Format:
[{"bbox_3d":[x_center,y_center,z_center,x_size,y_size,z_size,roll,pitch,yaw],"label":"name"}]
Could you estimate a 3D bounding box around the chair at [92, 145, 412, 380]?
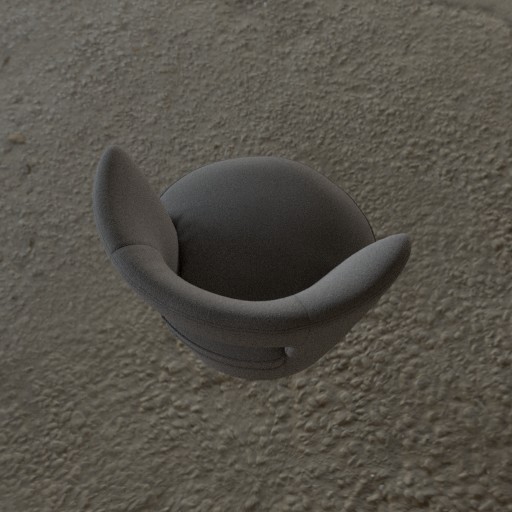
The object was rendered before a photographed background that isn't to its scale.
[{"bbox_3d":[0.000,0.000,1.248,0.689,0.719,0.660,18,65,9],"label":"chair"}]
